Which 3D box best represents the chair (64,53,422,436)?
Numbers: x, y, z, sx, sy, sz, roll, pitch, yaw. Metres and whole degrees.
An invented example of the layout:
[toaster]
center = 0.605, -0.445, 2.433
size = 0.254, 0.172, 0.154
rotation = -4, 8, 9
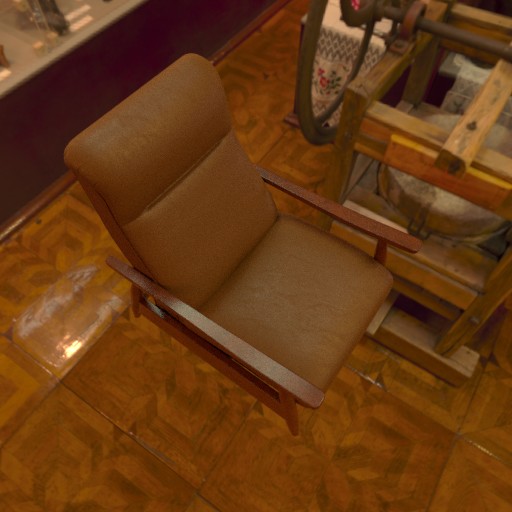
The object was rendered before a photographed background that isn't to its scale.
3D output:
[chair]
center = 0.000, 0.000, 1.738
size = 1.014, 1.082, 0.762
rotation = 32, 63, 18
